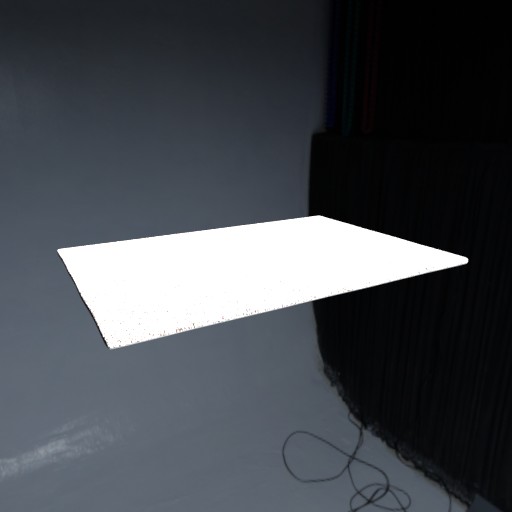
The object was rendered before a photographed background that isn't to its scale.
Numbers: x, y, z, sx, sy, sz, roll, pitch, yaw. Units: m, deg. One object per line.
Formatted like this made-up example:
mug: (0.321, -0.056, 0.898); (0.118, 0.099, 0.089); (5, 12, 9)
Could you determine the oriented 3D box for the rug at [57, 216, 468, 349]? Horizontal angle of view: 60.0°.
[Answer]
rug: (0.000, 0.000, 2.311); (1.778, 0.030, 1.219); (-10, 19, -29)
